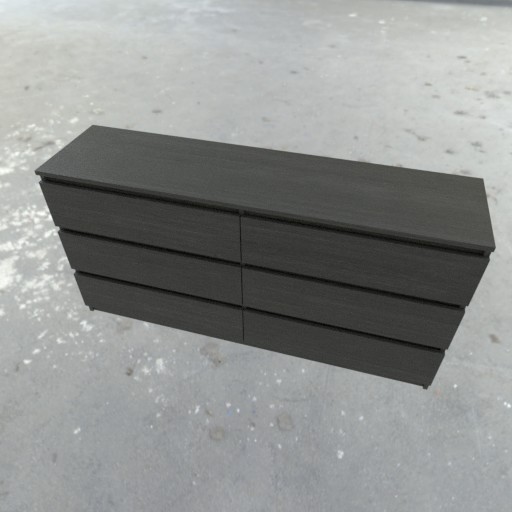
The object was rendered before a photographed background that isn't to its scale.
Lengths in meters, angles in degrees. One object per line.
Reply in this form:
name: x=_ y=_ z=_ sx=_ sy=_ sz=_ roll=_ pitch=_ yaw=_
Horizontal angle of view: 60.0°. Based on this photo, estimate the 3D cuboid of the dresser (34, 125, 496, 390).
dresser: x=0.000 y=0.000 z=1.881 sx=1.590 sy=0.795 sz=0.400 roll=11 pitch=43 yaw=12
